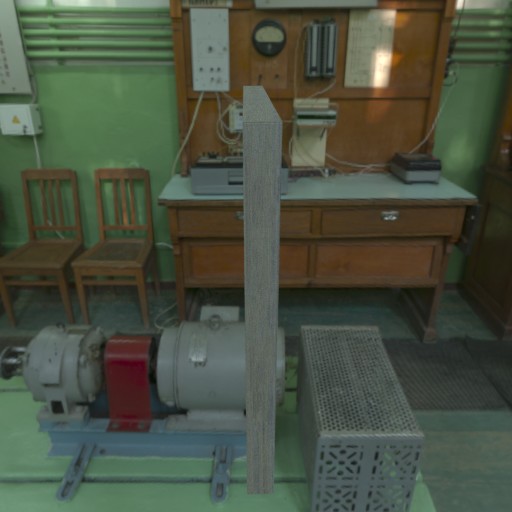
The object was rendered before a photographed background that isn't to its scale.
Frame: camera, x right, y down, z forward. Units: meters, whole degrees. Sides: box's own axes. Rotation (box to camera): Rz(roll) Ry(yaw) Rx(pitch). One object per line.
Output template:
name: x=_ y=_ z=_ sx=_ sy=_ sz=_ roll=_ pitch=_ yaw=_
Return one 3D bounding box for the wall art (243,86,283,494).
wall art: x=0.000 y=0.000 z=0.750 sx=0.037 sy=0.507 sz=0.507 roll=-1 pitch=25 yaw=-1
